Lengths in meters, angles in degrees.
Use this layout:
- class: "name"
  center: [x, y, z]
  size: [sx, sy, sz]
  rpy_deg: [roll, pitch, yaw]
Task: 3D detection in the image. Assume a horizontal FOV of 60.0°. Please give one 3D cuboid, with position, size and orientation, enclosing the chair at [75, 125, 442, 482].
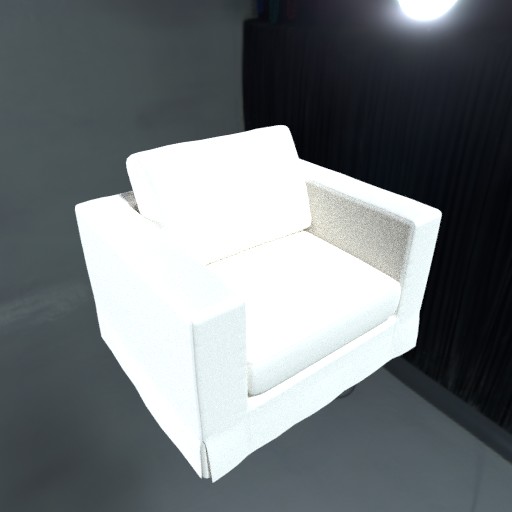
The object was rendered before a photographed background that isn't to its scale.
- class: "chair"
  center: [0.000, 0.000, 1.827]
  size: [1.150, 0.878, 0.957]
  rpy_deg: [-21, 36, -32]
